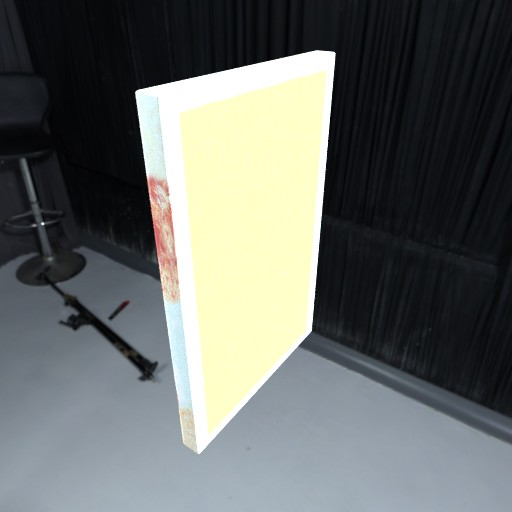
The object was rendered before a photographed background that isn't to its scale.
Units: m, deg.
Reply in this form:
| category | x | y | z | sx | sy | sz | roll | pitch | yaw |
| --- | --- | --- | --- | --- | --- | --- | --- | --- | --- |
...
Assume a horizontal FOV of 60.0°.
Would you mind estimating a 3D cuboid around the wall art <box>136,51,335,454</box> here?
| category | x | y | z | sx | sy | sz | roll | pitch | yaw |
| --- | --- | --- | --- | --- | --- | --- | --- | --- | --- |
| wall art | 0.000 | 0.000 | 0.768 | 0.038 | 0.610 | 0.401 | 21 | 37 | 30 |
